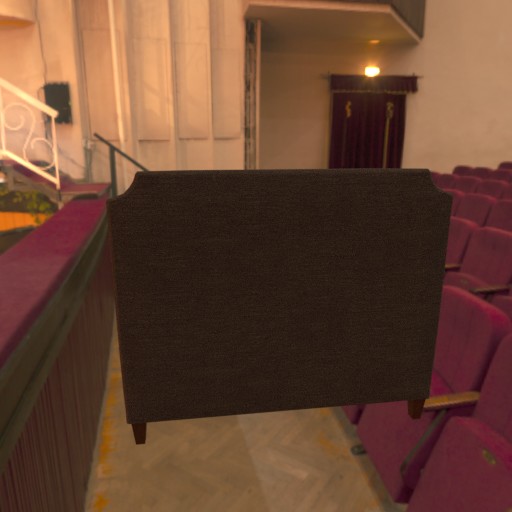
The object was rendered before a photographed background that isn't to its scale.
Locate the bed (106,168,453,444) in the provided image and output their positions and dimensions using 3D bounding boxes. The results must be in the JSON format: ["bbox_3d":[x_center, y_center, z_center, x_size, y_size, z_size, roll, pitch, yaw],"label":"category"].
[{"bbox_3d":[0.000,0.000,3.382,1.713,1.443,2.372,-2,15,-8],"label":"bed"}]
